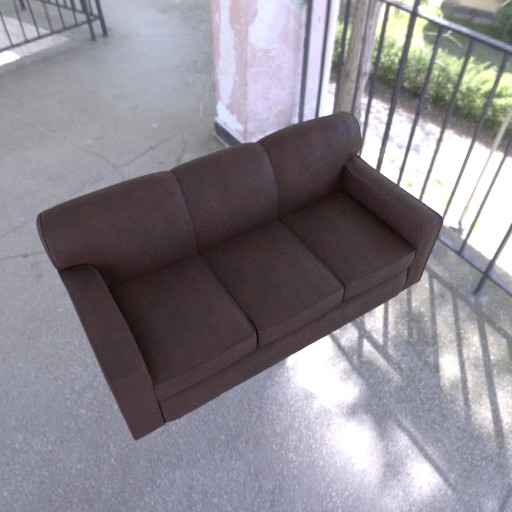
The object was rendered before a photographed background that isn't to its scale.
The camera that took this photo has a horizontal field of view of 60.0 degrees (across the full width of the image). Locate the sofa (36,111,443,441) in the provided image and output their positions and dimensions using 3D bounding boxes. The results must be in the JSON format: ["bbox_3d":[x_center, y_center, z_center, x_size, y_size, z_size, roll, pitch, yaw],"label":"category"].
[{"bbox_3d":[0.000,0.000,2.581,2.039,0.953,1.008,-24,50,-22],"label":"sofa"}]
